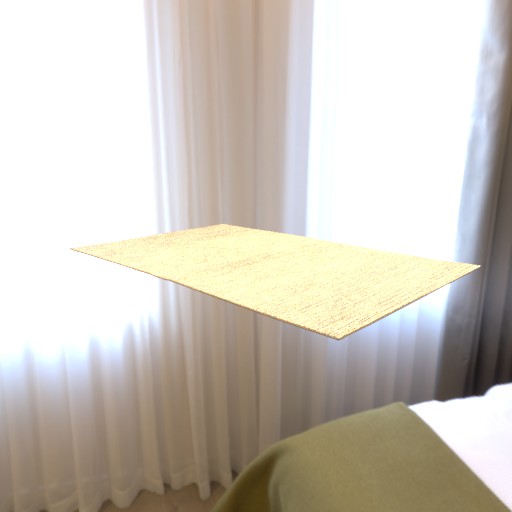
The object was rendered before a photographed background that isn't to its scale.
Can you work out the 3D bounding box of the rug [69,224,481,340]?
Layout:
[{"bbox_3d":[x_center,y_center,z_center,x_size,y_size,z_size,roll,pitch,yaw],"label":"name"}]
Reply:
[{"bbox_3d":[0.000,0.000,2.234,1.773,0.021,1.149,12,18,43],"label":"rug"}]
